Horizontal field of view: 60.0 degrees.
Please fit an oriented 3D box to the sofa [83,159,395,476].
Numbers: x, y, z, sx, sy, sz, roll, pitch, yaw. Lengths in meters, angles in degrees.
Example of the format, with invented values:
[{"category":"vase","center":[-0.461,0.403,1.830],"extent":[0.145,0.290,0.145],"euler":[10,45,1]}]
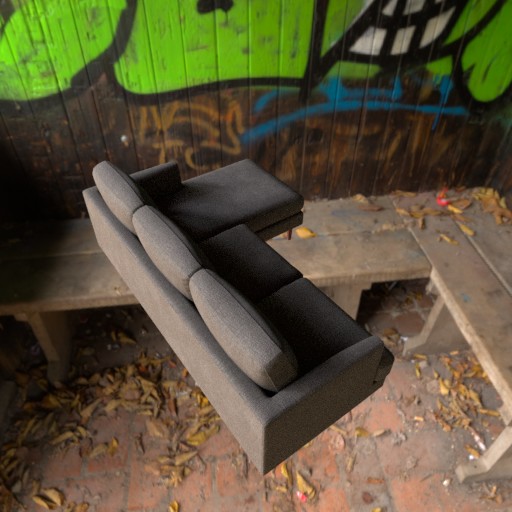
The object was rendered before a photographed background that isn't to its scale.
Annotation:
[{"category":"sofa","center":[0.000,0.000,3.000],"extent":[1.504,0.956,2.233],"euler":[-26,48,-26]}]
